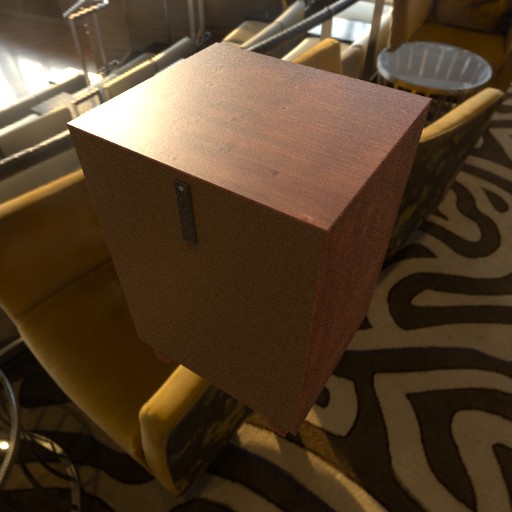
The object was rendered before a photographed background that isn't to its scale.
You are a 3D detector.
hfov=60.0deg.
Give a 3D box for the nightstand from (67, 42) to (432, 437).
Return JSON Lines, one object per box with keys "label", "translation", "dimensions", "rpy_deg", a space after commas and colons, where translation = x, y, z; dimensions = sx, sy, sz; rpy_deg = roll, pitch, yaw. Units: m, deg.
{"label": "nightstand", "translation": [0.000, 0.000, 0.987], "dimensions": [0.465, 0.695, 0.410], "rpy_deg": [25, 51, 22]}
